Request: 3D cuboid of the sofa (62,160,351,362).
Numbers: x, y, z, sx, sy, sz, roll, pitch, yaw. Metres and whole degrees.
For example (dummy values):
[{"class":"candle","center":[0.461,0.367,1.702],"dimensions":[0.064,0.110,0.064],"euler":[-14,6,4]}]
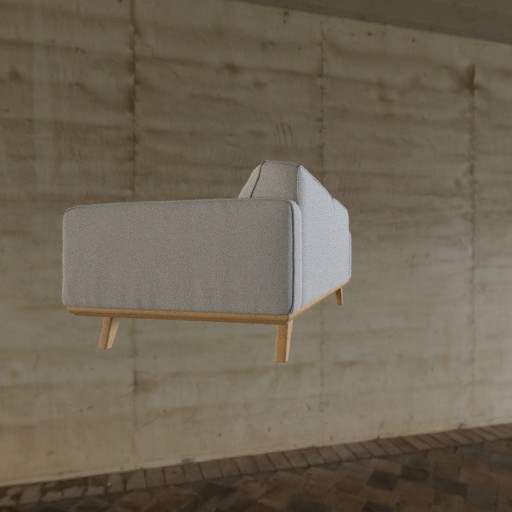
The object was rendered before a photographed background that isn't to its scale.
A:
[{"class":"sofa","center":[0.000,0.000,2.694],"dimensions":[0.956,0.781,2.270],"euler":[0,0,17]}]
